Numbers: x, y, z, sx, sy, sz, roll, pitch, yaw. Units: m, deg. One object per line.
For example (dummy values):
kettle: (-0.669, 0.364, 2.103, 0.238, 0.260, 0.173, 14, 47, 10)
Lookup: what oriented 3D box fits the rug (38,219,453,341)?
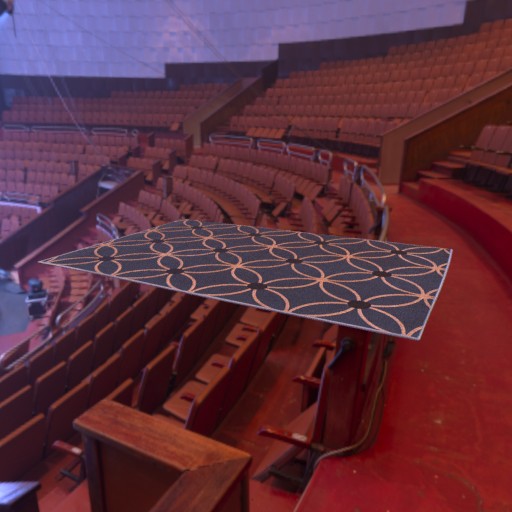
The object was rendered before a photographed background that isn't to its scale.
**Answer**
rug: (0.000, 0.000, 2.902, 2.284, 0.008, 1.522, 8, 18, 26)
